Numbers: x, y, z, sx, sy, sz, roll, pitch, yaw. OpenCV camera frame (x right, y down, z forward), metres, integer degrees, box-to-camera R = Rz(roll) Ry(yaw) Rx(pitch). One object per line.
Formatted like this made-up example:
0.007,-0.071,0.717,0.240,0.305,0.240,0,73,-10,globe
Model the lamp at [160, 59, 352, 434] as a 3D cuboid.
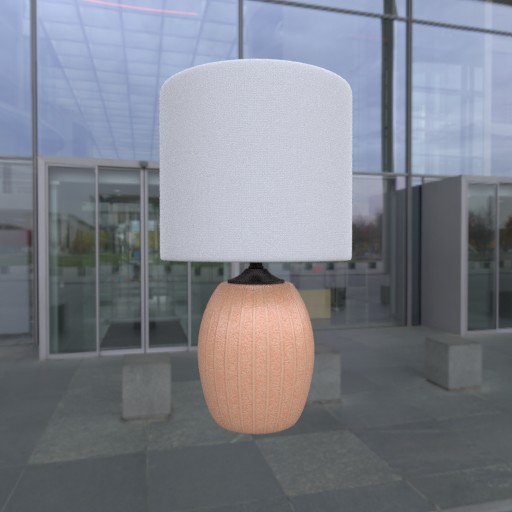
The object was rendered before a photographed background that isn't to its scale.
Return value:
0.000,0.000,0.777,0.329,0.570,0.329,0,1,0,lamp
